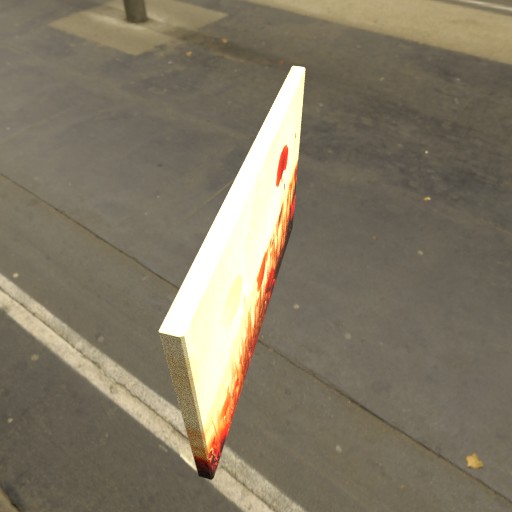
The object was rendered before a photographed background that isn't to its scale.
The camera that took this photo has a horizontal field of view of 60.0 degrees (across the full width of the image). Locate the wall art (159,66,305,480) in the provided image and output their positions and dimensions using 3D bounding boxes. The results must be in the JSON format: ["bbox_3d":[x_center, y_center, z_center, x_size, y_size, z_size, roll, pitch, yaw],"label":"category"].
[{"bbox_3d":[0.000,0.000,1.143,0.038,0.602,0.918,11,47,10],"label":"wall art"}]
